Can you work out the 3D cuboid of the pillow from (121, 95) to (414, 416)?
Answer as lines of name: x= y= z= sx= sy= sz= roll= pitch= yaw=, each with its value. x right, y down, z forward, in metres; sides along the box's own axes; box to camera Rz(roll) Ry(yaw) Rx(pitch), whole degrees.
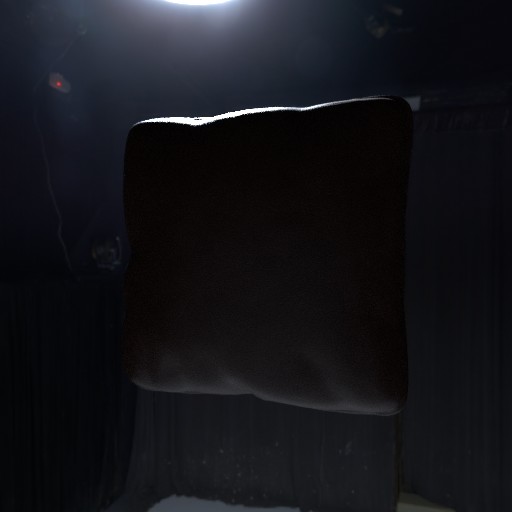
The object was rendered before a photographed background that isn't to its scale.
pillow: x=0.000 y=0.000 z=0.793 sx=0.532 sy=0.523 sz=0.236 roll=0 pitch=0 yaw=17
